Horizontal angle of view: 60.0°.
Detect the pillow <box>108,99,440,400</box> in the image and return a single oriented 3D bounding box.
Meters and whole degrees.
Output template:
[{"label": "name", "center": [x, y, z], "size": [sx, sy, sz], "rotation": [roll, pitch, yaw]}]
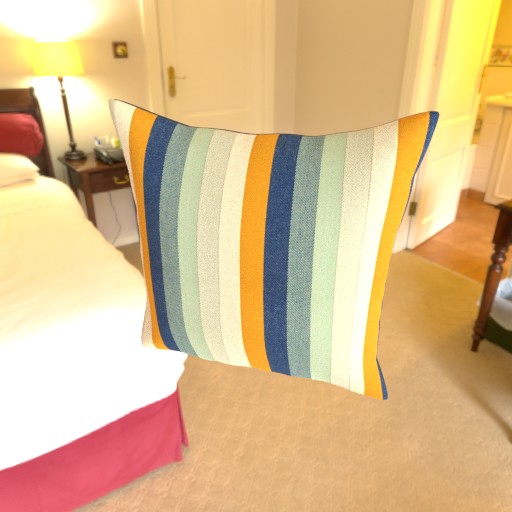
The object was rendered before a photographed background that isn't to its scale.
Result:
[{"label": "pillow", "center": [0.000, 0.000, 0.694], "size": [0.463, 0.454, 0.173], "rotation": [8, 27, 16]}]
